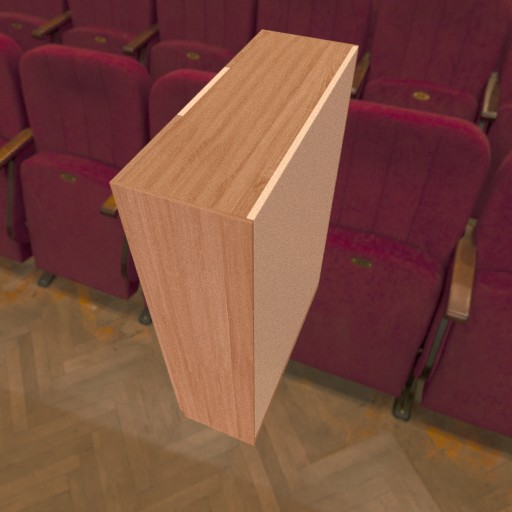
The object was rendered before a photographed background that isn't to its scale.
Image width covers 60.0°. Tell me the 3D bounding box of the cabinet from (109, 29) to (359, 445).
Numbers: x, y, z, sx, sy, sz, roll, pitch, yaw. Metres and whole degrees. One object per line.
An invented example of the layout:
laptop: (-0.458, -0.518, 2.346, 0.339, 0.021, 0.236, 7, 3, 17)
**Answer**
cabinet: (0.000, 0.000, 2.801, 0.590, 2.120, 1.500, 17, 50, 15)
